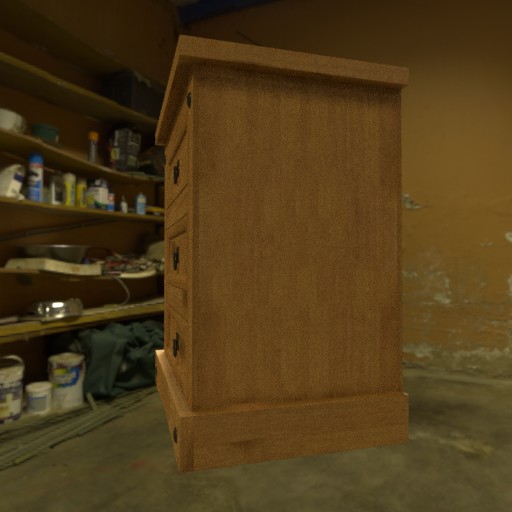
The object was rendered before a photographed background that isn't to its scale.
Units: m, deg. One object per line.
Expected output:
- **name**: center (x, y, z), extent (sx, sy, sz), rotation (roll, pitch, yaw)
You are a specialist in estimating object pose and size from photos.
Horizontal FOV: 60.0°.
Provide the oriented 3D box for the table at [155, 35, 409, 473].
- **table**: center (0.000, 0.000, 1.206), extent (0.500, 0.813, 0.660), rotation (0, -1, -17)
